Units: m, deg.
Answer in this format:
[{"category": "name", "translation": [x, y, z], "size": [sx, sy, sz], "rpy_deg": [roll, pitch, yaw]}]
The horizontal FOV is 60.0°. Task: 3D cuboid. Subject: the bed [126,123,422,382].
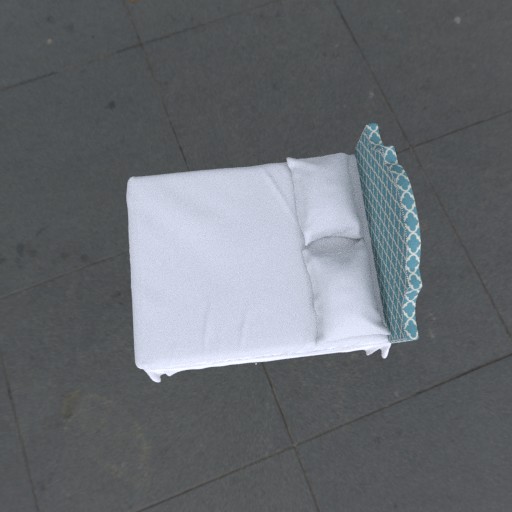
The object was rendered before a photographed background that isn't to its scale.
[{"category": "bed", "translation": [0.000, 0.000, 3.455], "size": [2.222, 1.633, 1.780], "rpy_deg": [-6, 76, -1]}]
